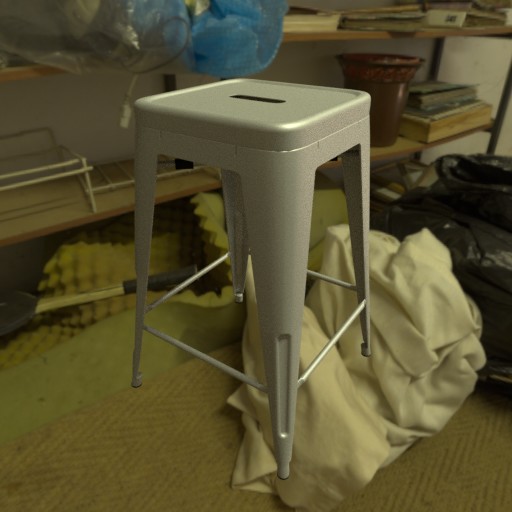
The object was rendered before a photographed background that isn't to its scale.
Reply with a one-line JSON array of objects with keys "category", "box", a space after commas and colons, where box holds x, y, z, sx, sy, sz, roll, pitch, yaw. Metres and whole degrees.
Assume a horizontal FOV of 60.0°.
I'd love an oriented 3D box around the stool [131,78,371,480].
[{"category": "stool", "box": [0.000, 0.000, 0.883, 0.406, 0.610, 0.406, 19, 35, 29]}]
